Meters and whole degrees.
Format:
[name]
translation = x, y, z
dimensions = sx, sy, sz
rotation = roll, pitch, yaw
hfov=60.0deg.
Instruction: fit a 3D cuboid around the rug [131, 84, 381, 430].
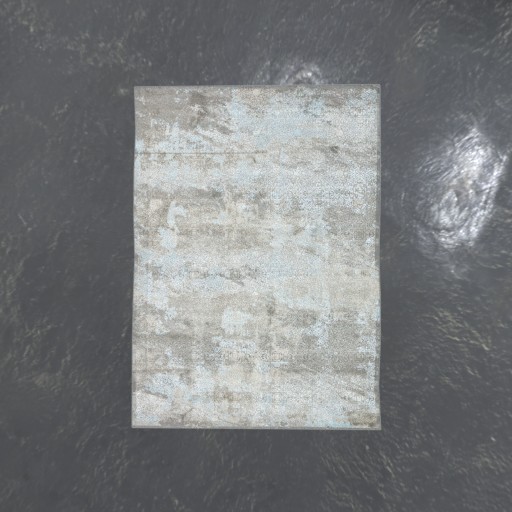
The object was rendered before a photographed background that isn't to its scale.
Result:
[rug]
translation = 0.000, 0.000, 4.264
dimensions = 2.393, 0.013, 3.307
rotation = 0, 89, 1
